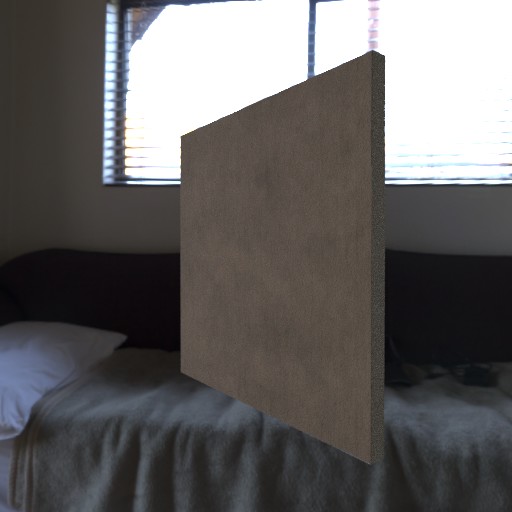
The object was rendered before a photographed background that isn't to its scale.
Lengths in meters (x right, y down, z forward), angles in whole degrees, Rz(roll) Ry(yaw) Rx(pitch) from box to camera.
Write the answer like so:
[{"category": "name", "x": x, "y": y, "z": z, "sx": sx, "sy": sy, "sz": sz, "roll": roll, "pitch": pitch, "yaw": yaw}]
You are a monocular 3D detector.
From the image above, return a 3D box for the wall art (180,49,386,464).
[{"category": "wall art", "x": 0.000, "y": 0.000, "z": 0.673, "sx": 0.023, "sy": 0.453, "sz": 0.455, "roll": -1, "pitch": 1, "yaw": -37}]
